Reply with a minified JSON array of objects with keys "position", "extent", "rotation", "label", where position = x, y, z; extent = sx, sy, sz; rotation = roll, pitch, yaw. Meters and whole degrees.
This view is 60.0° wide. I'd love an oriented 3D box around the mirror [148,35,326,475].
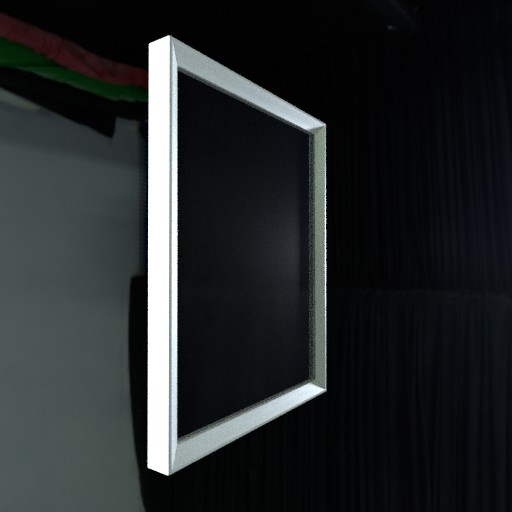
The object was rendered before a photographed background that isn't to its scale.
[{"position":[0.000,0.000,0.689],"extent":[0.041,0.509,0.406],"rotation":[0,-1,35],"label":"mirror"}]
